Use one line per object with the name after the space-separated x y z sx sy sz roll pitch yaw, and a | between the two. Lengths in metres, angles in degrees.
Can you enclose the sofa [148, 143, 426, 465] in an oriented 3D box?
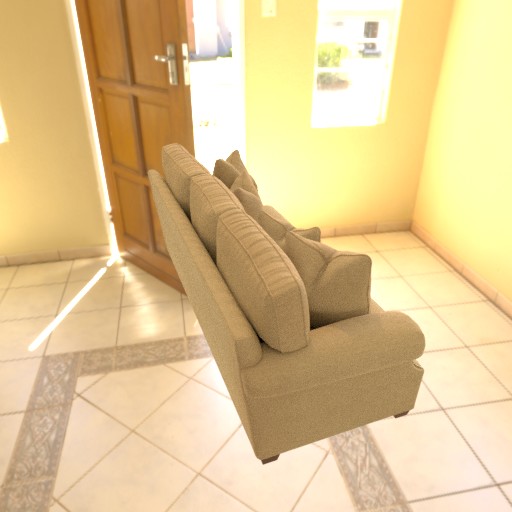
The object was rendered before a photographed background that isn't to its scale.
0.000 0.000 2.788 0.965 0.975 2.312 -10 31 -18 | sofa
